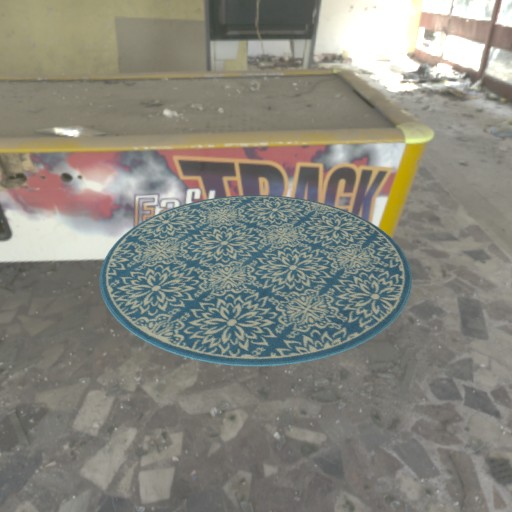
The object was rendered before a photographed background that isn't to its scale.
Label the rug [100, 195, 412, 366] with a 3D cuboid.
[{"bbox_3d":[0.000,0.000,2.359,1.593,0.012,1.593,0,32,0],"label":"rug"}]
